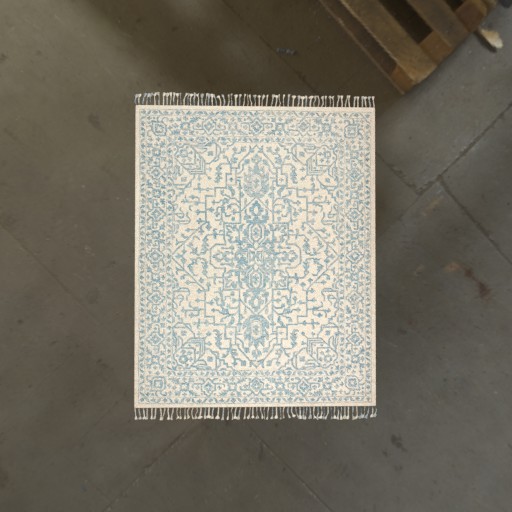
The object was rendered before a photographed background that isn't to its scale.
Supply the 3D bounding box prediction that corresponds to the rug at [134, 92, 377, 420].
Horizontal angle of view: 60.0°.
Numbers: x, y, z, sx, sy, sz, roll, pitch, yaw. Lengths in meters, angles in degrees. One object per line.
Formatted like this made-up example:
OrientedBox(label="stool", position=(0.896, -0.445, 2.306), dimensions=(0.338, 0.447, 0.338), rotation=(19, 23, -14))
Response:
OrientedBox(label="rug", position=(0.000, 0.000, 4.498), dimensions=(2.464, 0.010, 3.327), rotation=(0, 89, -2))
